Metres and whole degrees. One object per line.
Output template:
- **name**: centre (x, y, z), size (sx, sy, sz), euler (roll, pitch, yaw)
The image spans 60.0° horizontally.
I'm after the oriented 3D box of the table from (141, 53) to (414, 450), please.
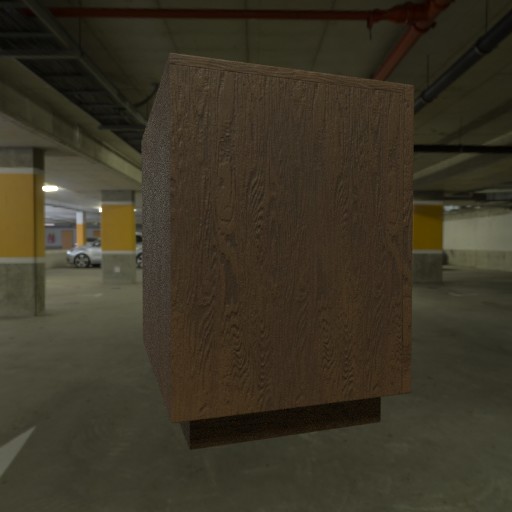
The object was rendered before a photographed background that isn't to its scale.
- **table**: centre (0.000, 0.000, 0.957), size (0.439, 0.585, 0.560), euler (-1, 2, -18)
